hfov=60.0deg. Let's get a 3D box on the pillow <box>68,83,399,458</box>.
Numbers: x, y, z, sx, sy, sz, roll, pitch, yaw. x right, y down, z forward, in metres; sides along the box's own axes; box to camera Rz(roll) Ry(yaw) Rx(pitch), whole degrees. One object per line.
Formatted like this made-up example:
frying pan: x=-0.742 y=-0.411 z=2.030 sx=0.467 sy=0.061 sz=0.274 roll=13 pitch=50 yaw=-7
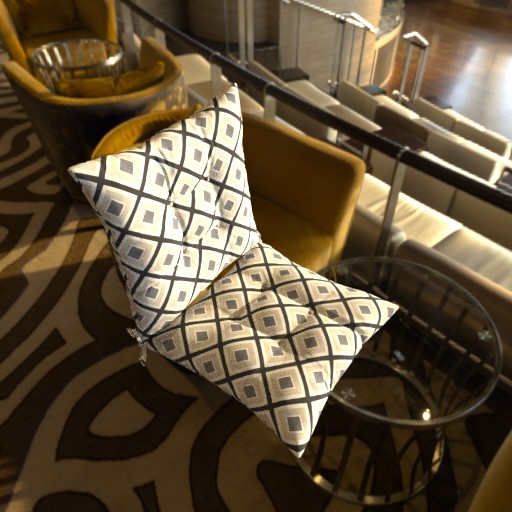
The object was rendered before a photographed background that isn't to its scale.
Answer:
pillow: x=0.000 y=0.000 z=1.025 sx=0.585 sy=0.536 sz=0.541 roll=26 pitch=48 yaw=26
